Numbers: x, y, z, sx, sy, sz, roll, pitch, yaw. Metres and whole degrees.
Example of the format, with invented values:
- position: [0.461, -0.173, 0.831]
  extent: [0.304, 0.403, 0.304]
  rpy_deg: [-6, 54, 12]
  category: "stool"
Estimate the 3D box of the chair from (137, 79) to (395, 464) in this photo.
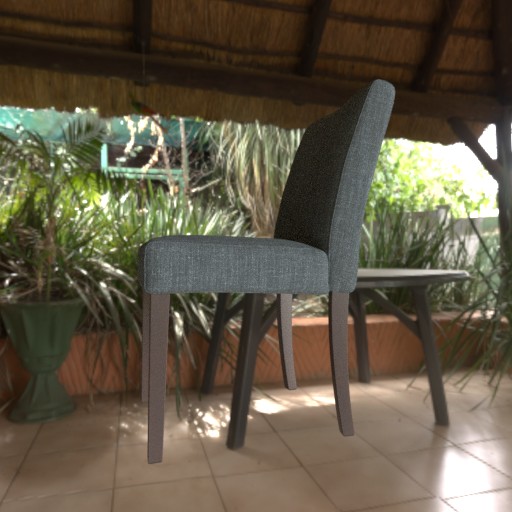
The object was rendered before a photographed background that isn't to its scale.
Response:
- position: [0.000, 0.000, 1.230]
  extent: [0.629, 0.884, 0.487]
  rpy_deg: [0, 0, -16]
  category: "chair"
